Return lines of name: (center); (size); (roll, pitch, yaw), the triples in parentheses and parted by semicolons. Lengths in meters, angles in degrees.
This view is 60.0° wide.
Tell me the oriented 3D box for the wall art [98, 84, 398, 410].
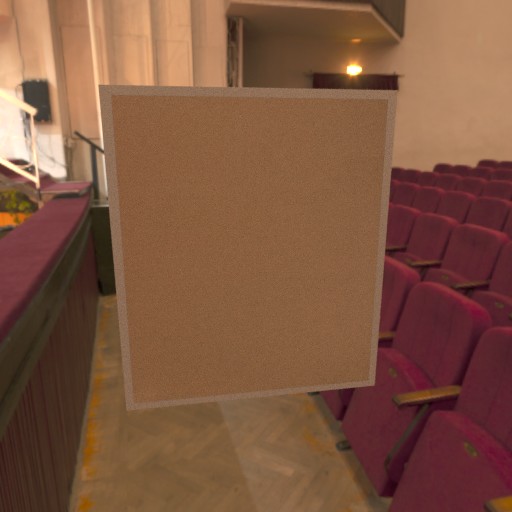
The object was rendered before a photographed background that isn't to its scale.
wall art: (0.000, 0.000, 0.782); (0.482, 0.557, 0.012); (-3, 15, -10)
